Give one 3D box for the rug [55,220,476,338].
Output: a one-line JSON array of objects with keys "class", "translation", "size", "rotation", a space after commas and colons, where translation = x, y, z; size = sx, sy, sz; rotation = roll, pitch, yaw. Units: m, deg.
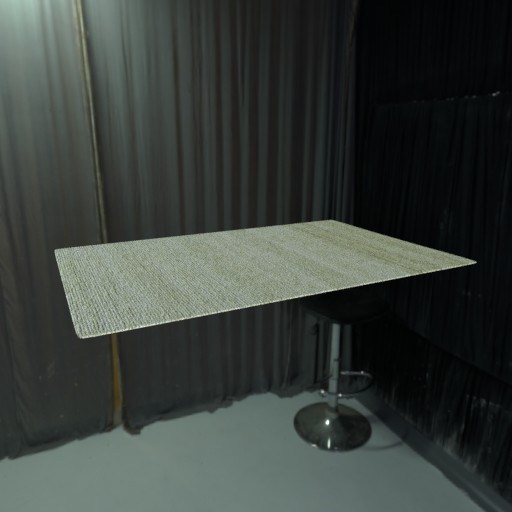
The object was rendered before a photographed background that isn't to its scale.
[{"class": "rug", "translation": [0.000, 0.000, 2.181], "size": [1.758, 0.010, 1.143], "rotation": [-8, 18, -26]}]
